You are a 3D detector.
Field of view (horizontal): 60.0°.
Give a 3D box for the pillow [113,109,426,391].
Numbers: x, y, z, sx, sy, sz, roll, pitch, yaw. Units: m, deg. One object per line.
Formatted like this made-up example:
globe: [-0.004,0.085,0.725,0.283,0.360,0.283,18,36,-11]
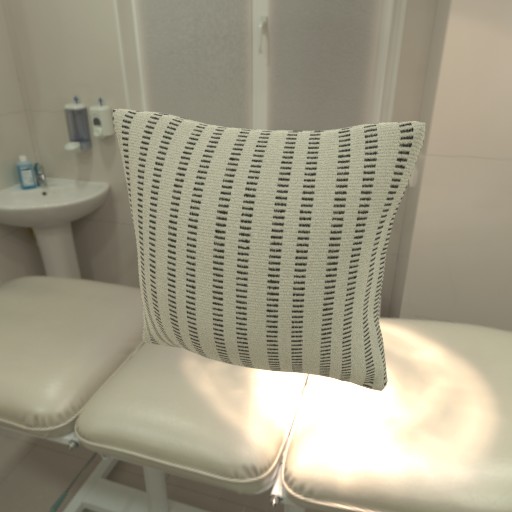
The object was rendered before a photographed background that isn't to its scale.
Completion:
pillow: [0.000,0.000,0.678,0.438,0.419,0.247,8,27,15]
